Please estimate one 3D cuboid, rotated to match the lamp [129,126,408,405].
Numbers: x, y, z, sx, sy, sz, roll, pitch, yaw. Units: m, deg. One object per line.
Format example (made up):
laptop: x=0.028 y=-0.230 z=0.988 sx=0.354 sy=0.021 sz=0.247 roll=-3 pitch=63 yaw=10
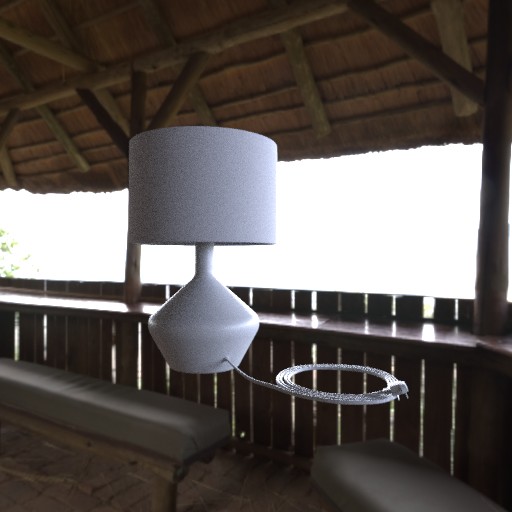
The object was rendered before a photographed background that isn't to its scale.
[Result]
lamp: x=0.000 y=0.000 z=0.859 sx=0.401 sy=0.457 sz=0.546 roll=0 pitch=0 yaw=-35
